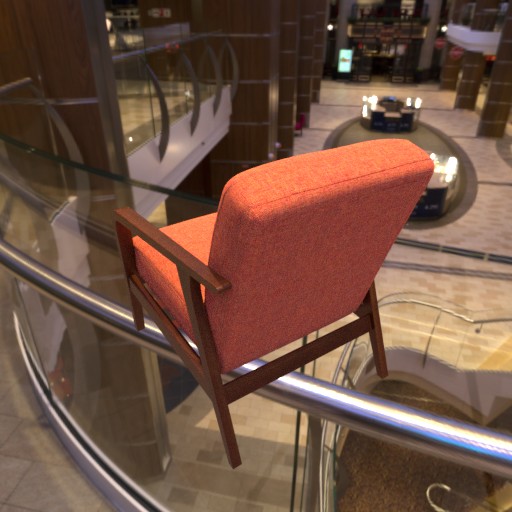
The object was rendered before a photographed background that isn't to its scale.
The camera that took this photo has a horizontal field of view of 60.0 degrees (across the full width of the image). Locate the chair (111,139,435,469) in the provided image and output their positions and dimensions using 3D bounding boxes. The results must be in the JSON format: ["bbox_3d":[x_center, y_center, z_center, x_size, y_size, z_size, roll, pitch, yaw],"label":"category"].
[{"bbox_3d":[0.000,0.000,1.519,0.719,0.890,0.860,-19,35,-29],"label":"chair"}]
